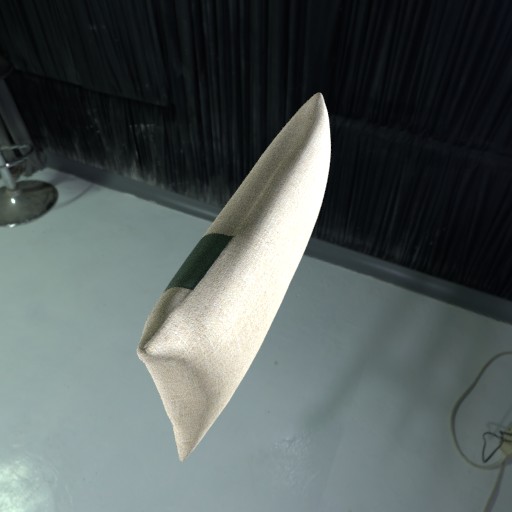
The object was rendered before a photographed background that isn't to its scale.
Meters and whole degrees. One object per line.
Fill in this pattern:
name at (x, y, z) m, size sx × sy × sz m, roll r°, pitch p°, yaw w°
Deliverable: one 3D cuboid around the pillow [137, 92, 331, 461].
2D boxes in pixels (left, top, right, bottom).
pillow at (0.000, 0.000, 1.038) m, size 0.197 × 0.429 × 0.859 m, roll 16°, pitch 47°, yaw 16°
